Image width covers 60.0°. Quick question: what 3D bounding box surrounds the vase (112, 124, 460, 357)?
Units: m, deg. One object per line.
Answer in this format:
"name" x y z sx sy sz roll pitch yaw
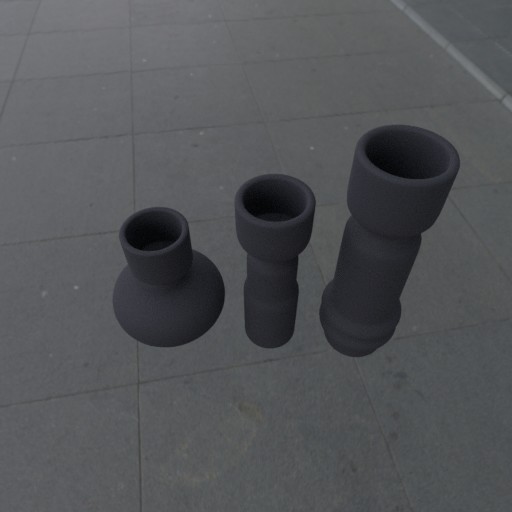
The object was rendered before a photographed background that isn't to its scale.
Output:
"vase" 0.000 0.000 0.423 0.307 0.249 0.120 3 49 3
